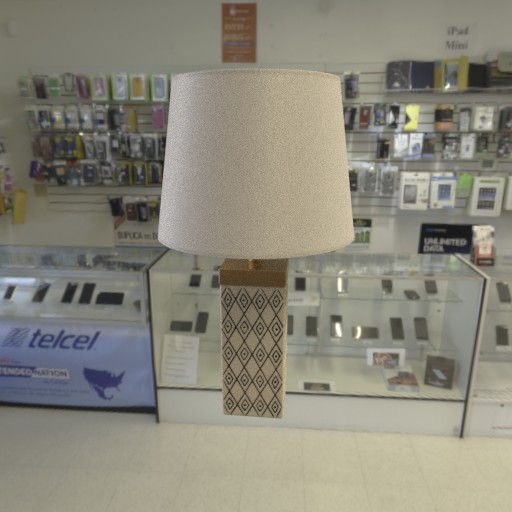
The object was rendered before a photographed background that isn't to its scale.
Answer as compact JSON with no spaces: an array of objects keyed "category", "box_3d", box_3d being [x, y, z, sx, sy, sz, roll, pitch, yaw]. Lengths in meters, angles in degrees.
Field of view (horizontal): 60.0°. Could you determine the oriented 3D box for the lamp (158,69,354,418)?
[{"category":"lamp","box_3d":[0.000,0.000,0.588,0.251,0.435,0.251,0,15,0]}]
